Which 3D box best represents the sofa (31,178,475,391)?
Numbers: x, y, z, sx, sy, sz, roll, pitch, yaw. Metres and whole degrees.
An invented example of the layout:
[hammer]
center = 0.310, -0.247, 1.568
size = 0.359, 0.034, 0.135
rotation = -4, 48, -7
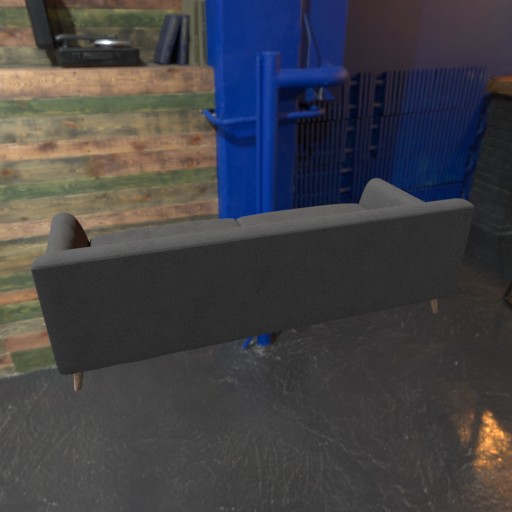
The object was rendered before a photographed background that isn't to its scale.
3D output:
[sofa]
center = 0.000, 0.000, 2.590
size = 2.190, 0.740, 0.900
rotation = -9, 29, -16
